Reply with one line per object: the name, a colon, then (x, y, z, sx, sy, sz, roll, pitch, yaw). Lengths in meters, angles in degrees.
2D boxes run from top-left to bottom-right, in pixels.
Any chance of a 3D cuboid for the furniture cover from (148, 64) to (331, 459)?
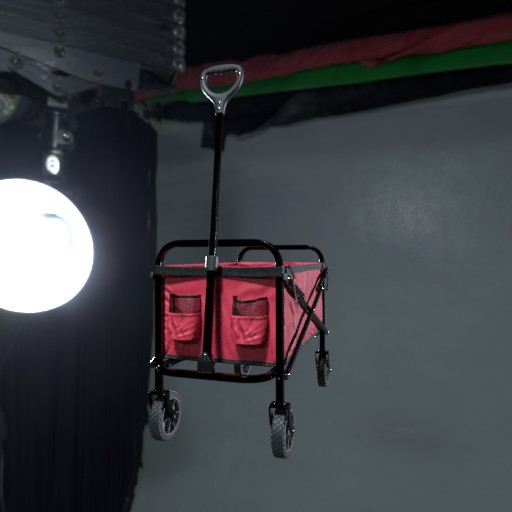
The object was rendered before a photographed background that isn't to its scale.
furniture cover: (0.000, 0.000, 1.854, 0.532, 1.295, 1.038, 0, 0, 18)
